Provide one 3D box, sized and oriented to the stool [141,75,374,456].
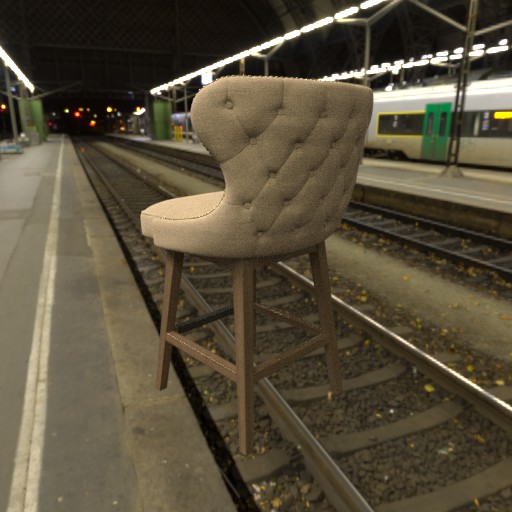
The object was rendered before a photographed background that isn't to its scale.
[{"bbox_3d":[0.000,0.000,1.361,0.615,0.972,0.597,-15,22,-42],"label":"stool"}]
